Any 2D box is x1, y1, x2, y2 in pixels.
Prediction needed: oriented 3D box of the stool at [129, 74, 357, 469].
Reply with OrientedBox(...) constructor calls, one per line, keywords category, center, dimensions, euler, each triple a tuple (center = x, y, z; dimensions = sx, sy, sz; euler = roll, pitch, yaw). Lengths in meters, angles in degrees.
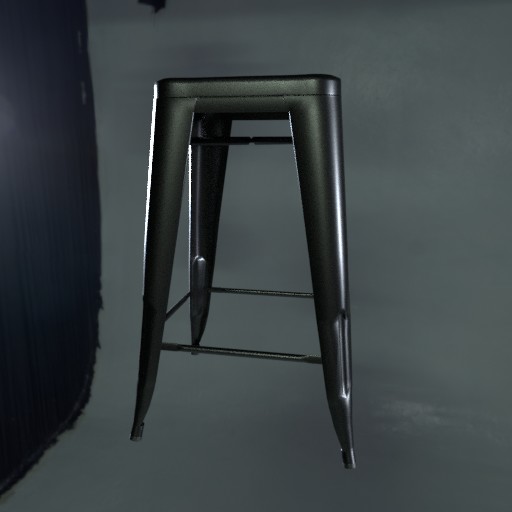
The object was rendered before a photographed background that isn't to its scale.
OrientedBox(category="stool", center=(0.000, 0.000, 0.843), dimensions=(0.399, 0.609, 0.359), euler=(3, 15, 10))
